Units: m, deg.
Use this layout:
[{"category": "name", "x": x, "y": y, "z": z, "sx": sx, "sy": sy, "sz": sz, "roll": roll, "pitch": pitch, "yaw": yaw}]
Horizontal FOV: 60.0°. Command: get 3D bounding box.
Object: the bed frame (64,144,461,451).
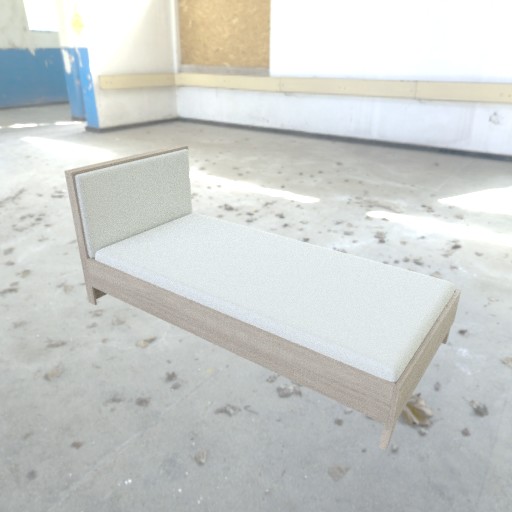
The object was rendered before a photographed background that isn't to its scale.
[{"category": "bed frame", "x": 0.000, "y": 0.000, "z": 2.661, "sx": 2.140, "sy": 0.920, "sz": 0.990, "roll": 17, "pitch": 30, "yaw": 32}]
